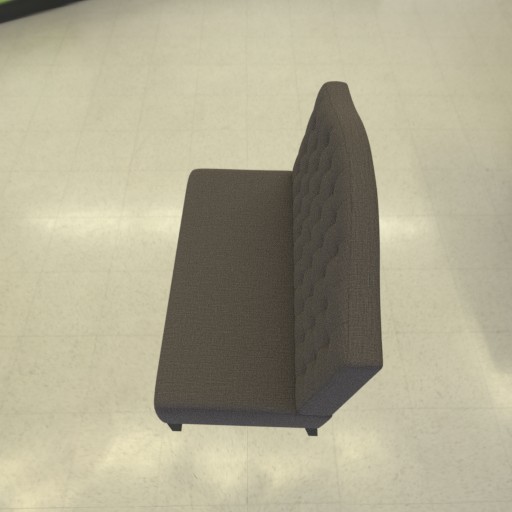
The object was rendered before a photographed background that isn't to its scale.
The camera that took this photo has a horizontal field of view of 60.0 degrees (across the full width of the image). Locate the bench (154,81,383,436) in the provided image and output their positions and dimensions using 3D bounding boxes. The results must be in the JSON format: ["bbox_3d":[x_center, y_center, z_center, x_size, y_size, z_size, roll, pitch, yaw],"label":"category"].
[{"bbox_3d":[0.000,0.000,2.011,0.815,1.180,1.335,2,57,1],"label":"bench"}]
